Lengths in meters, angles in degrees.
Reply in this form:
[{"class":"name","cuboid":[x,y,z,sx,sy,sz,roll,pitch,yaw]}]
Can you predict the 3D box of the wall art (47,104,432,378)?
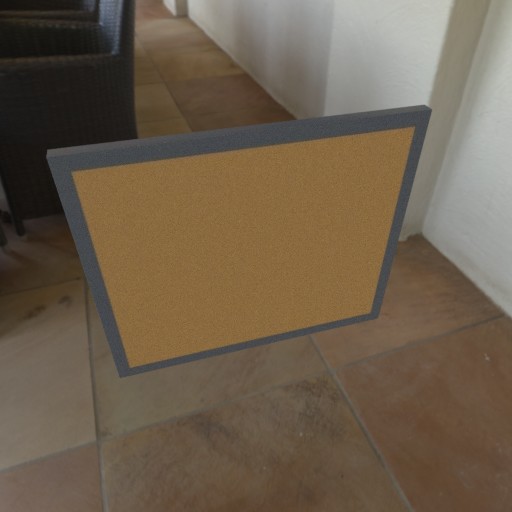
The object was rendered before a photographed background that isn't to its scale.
[{"class":"wall art","cuboid":[0.000,0.000,0.921,0.660,0.558,0.026,-11,41,-12]}]
